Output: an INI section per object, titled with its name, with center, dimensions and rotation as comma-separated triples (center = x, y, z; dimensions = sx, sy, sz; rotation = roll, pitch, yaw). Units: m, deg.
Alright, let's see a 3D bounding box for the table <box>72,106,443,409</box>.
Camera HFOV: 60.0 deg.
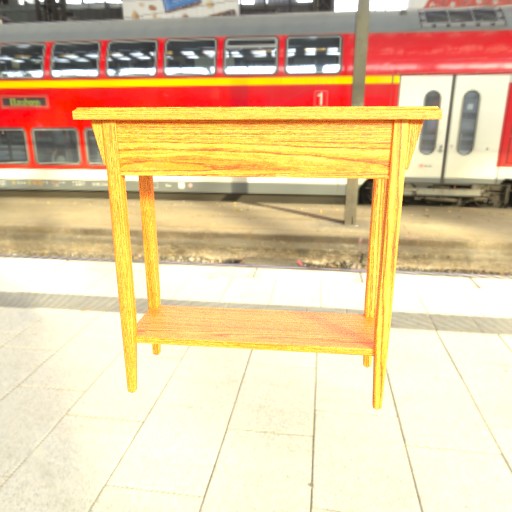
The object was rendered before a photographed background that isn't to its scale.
[table]
center = 0.000, 0.000, 1.127
dimensions = 0.762, 0.711, 0.254
rotation = 2, 17, 6
